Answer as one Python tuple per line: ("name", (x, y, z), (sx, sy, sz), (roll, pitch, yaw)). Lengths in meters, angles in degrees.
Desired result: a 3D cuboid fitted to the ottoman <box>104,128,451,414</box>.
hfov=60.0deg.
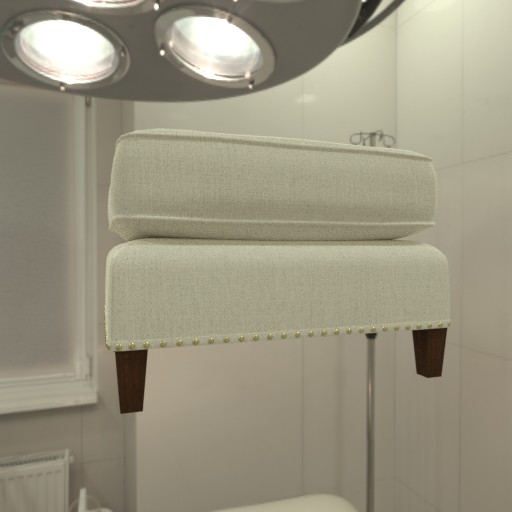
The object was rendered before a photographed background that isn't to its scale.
("ottoman", (0.000, 0.000, 1.138), (0.738, 0.537, 0.589), (0, 1, -19))
